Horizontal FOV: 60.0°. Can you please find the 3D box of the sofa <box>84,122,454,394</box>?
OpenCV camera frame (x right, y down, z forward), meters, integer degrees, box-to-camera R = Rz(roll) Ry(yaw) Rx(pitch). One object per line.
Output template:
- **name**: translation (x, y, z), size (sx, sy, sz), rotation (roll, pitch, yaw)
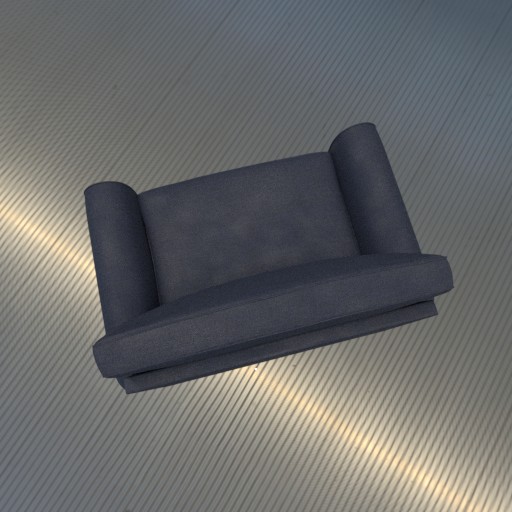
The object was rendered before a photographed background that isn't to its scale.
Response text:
- **sofa**: translation (0.000, 0.000, 2.058), size (1.405, 1.004, 0.938), rotation (-14, 76, -3)
